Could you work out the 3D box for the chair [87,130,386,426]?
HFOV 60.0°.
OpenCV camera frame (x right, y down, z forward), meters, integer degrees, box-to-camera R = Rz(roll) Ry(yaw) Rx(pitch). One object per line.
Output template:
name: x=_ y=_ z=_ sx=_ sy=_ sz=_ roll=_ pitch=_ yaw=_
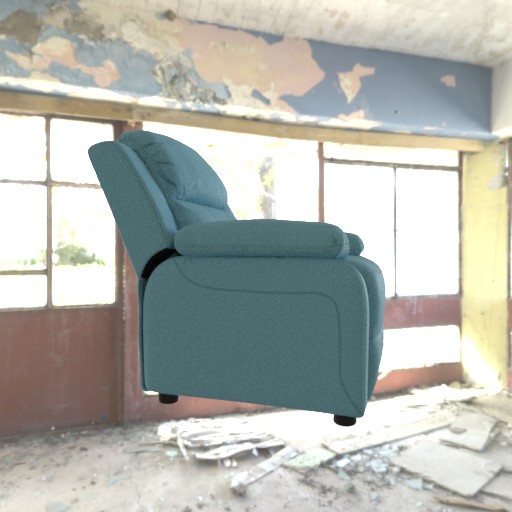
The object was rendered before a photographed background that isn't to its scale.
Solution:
chair: x=0.000 y=0.000 z=1.267 sx=0.709 sy=0.702 sz=0.680 roll=0 pitch=1 yaw=17
